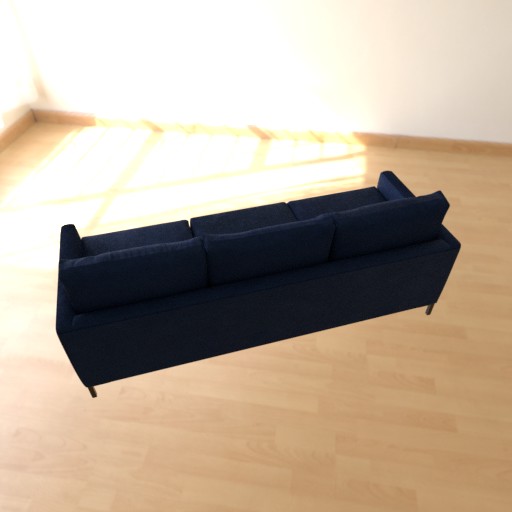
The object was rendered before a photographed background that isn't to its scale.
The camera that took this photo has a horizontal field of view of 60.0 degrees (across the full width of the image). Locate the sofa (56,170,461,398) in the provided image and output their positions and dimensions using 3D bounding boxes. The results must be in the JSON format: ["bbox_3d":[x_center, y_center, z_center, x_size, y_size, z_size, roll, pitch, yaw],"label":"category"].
[{"bbox_3d":[0.000,0.000,2.739,2.252,0.879,0.875,-11,44,-12],"label":"sofa"}]
